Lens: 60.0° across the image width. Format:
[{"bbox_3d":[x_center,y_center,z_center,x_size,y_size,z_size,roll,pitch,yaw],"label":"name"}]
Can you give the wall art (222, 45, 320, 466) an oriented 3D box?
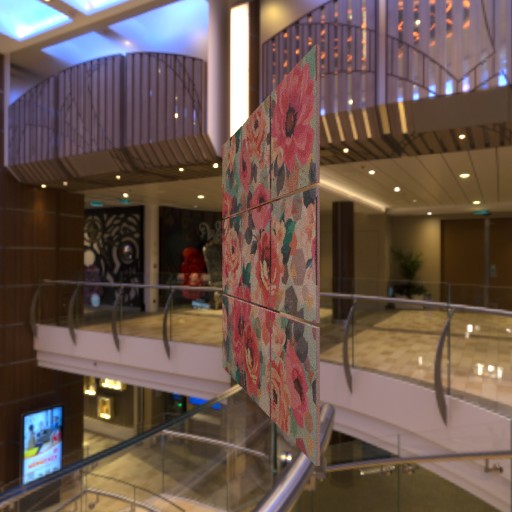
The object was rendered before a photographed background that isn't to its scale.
[{"bbox_3d":[0.000,0.000,1.864,0.013,1.220,1.216,0,0,-17],"label":"wall art"}]
